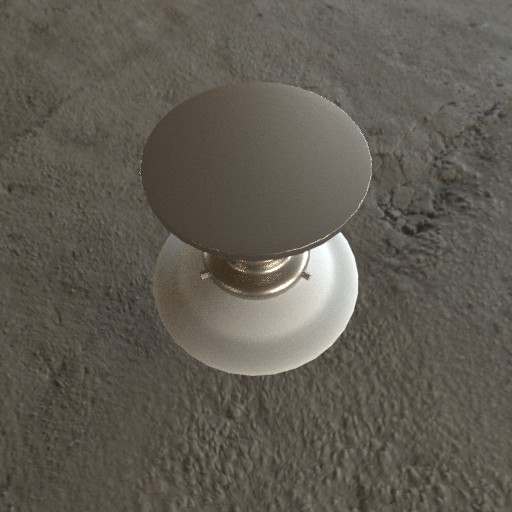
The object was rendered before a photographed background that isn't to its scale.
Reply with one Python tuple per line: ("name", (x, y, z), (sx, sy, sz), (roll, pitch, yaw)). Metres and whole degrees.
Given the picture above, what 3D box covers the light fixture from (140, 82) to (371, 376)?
("light fixture", (0.000, 0.000, 0.401), (0.199, 0.254, 0.199), (0, 59, 0))
